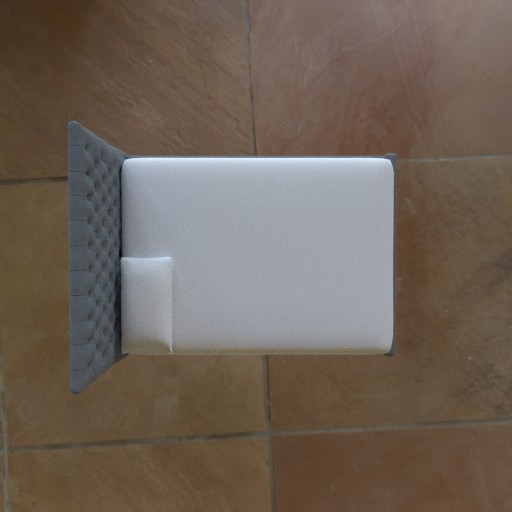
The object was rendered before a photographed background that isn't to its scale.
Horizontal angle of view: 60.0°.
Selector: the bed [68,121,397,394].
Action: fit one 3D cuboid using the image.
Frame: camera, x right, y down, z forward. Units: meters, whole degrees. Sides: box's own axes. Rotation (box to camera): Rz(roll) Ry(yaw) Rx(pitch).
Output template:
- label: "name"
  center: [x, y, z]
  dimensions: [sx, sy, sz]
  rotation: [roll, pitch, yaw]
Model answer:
- label: "bed"
  center: [0.000, 0.000, 3.416]
  dimensions: [2.335, 1.411, 1.698]
  rotation: [0, 91, 0]
